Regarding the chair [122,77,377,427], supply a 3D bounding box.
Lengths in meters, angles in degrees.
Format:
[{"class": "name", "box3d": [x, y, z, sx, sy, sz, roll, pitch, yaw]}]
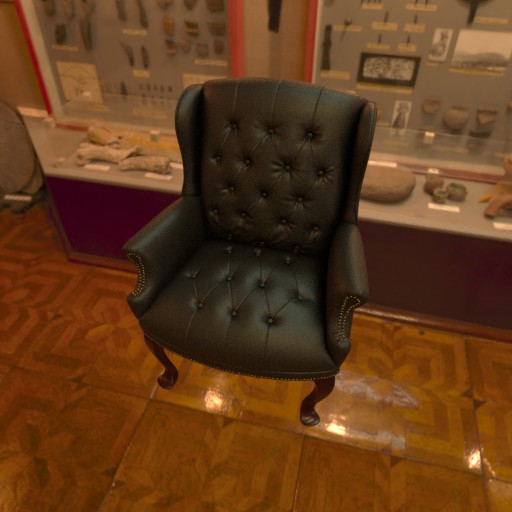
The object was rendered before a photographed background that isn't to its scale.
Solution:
[{"class": "chair", "box3d": [0.000, 0.000, 1.668, 0.838, 1.111, 0.762, 11, 42, 12]}]
